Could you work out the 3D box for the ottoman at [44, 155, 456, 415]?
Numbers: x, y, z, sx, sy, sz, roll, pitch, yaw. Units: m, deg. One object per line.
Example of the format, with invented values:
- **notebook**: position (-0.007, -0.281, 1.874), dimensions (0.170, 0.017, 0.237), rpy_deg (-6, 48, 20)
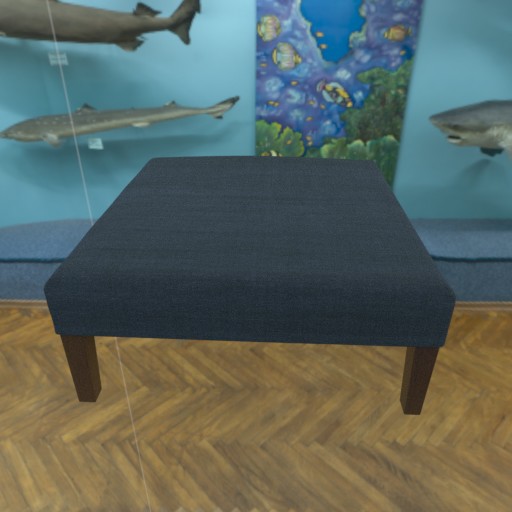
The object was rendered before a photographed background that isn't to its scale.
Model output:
- **ottoman**: position (0.000, 0.000, 1.399), dimensions (0.890, 0.411, 0.889), rpy_deg (1, 30, 2)
